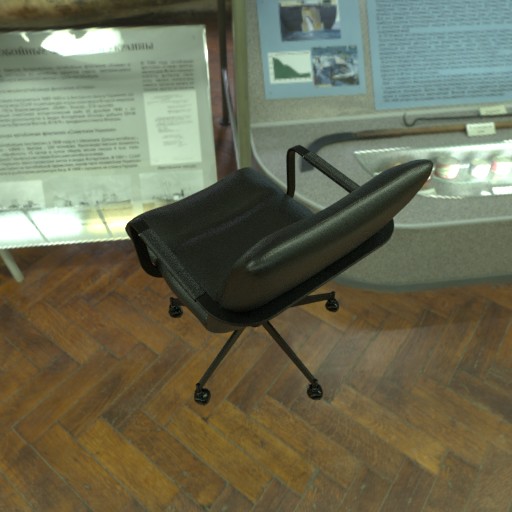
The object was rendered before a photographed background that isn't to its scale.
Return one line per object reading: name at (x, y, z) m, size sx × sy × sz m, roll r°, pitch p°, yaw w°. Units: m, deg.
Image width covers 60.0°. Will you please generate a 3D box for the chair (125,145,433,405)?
chair at (0.000, 0.000, 1.471) m, size 0.719 × 0.922 × 0.748 m, roll -30°, pitch 53°, yaw -25°
